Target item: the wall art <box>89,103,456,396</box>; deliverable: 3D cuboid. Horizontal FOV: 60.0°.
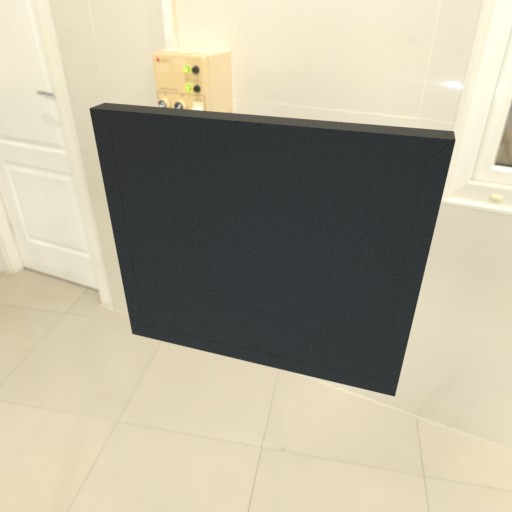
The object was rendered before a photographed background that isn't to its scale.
[{"bbox_3d":[0.000,0.000,0.540,0.381,0.330,0.029,10,33,15],"label":"wall art"}]
